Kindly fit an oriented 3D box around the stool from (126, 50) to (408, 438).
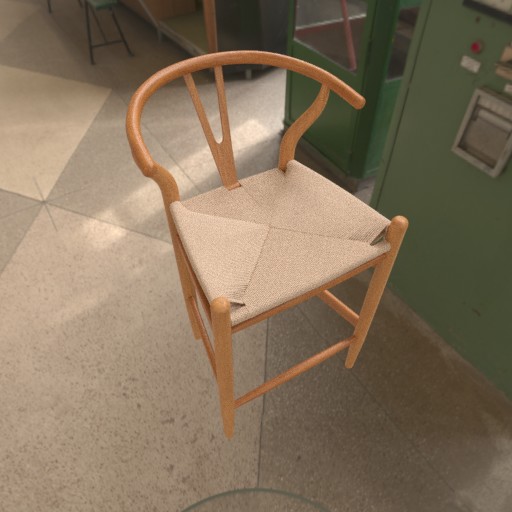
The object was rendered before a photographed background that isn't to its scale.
[{"bbox_3d":[0.000,0.000,1.311,0.569,0.970,0.579,-23,51,-21],"label":"stool"}]
